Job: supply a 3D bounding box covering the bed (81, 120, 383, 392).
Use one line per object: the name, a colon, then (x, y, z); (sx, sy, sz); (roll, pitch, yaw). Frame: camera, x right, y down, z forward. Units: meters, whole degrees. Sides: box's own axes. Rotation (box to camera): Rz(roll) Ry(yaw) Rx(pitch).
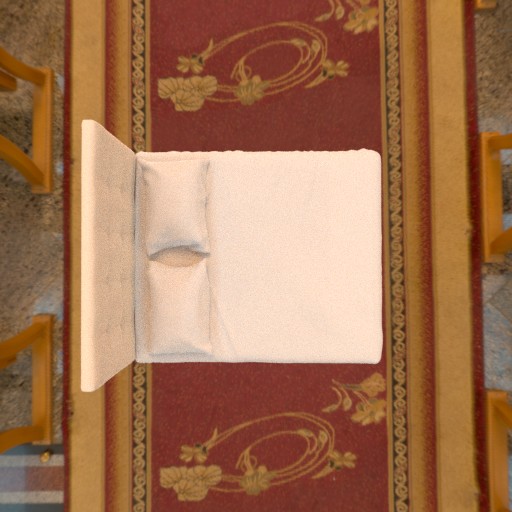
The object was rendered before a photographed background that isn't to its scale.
bed: (0.000, 0.000, 3.388); (2.222, 1.577, 1.936); (0, 90, 1)
